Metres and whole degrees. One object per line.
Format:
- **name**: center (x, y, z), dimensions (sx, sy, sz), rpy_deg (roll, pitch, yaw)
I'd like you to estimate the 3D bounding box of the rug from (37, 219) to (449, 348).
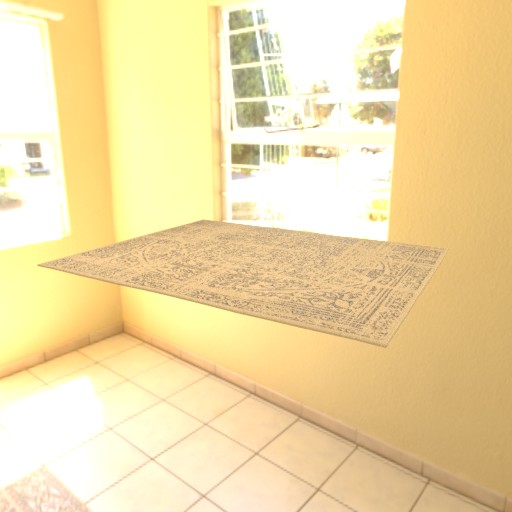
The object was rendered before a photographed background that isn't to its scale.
- **rug**: center (0.000, 0.000, 3.961), dimensions (2.921, 0.032, 2.311), rpy_deg (9, 18, 29)
